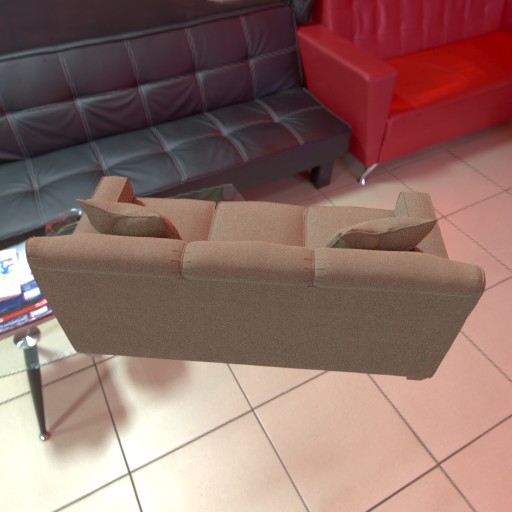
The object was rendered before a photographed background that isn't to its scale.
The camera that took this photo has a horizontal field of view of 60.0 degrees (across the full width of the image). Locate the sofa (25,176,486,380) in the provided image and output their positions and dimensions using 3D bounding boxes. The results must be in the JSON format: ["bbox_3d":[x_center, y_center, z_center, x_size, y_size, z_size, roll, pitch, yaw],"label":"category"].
[{"bbox_3d":[0.000,0.000,2.524,2.024,0.958,0.997,3,47,3],"label":"sofa"}]
